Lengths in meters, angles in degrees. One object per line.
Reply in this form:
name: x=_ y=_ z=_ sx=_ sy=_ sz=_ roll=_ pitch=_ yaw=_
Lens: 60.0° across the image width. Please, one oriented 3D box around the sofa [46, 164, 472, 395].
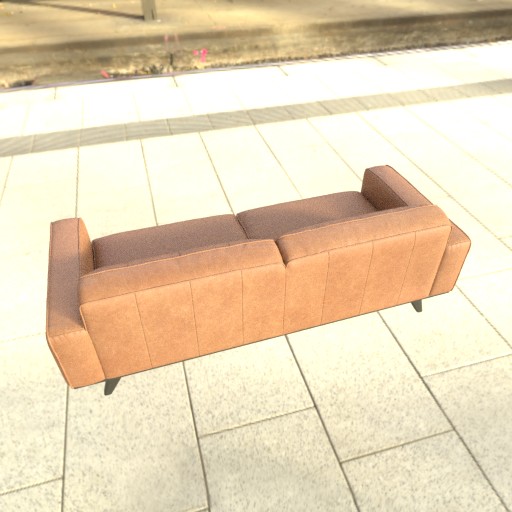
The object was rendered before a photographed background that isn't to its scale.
sofa: x=0.000 y=0.000 z=2.643 sx=2.270 sy=0.780 sz=0.953 roll=-12 pitch=42 yaw=-13
